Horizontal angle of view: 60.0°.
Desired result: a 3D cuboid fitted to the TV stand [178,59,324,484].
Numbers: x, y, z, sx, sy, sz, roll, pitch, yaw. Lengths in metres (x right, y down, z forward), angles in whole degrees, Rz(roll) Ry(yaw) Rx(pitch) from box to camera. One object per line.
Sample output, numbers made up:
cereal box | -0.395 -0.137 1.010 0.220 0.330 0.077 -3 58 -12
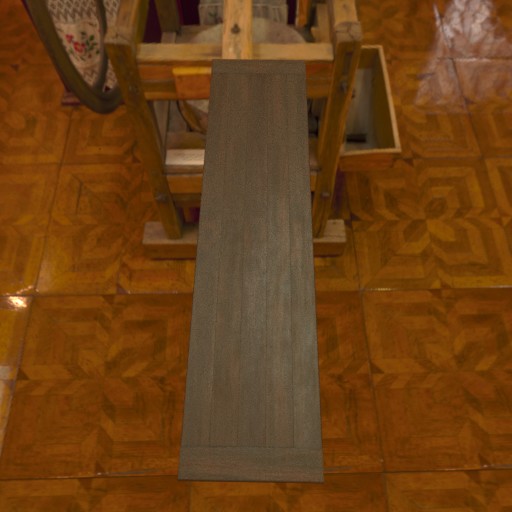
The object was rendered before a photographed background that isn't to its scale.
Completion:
TV stand | 0.000 0.000 2.067 0.471 0.615 1.866 1 64 0
